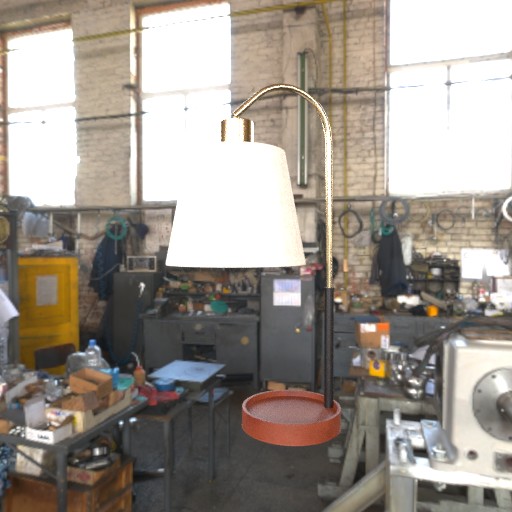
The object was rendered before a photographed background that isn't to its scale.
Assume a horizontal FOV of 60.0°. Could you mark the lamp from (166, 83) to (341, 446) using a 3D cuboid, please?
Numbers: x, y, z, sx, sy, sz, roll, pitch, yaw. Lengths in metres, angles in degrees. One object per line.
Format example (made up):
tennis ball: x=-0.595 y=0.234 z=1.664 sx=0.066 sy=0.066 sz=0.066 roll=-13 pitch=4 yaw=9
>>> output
lamp: x=0.000 y=0.000 z=0.683 sx=0.273 sy=0.536 sz=0.211 roll=0 pitch=1 yaw=-17
